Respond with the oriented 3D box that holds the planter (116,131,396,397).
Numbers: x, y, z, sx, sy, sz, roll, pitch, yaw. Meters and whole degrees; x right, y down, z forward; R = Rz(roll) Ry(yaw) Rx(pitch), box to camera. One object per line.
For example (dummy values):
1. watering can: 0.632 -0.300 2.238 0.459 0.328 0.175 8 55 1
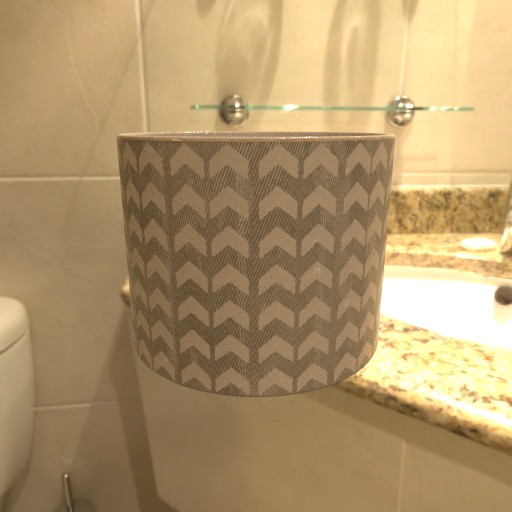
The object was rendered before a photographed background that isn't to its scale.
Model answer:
1. planter: 0.000 0.000 0.448 0.250 0.239 0.250 0 17 0
